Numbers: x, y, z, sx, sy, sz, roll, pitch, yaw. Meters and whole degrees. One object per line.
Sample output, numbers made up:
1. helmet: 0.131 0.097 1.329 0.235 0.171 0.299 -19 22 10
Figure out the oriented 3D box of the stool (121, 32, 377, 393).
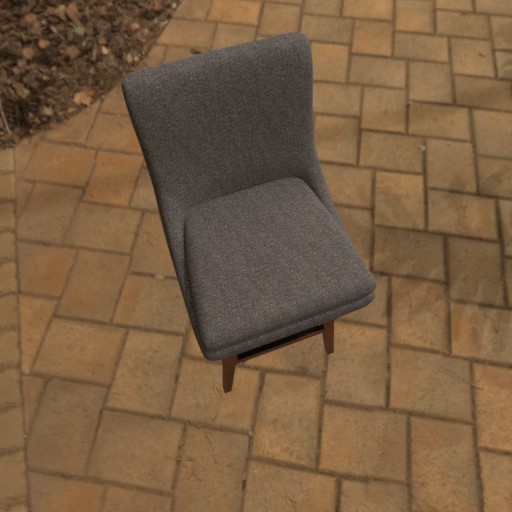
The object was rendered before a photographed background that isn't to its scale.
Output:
1. stool: 0.000 0.000 1.357 0.489 1.068 0.572 -18 65 -9
